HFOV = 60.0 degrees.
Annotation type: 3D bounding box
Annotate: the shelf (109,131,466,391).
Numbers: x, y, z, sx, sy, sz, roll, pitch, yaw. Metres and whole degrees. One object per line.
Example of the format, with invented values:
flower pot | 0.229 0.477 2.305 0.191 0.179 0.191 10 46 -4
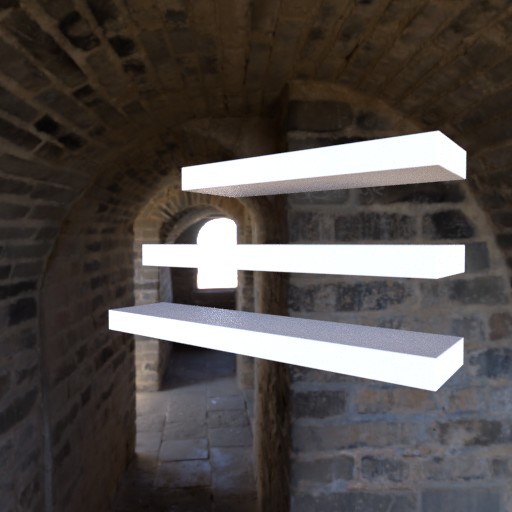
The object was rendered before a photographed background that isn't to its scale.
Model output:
shelf | 0.000 0.000 0.733 0.610 0.293 0.140 1 2 37
